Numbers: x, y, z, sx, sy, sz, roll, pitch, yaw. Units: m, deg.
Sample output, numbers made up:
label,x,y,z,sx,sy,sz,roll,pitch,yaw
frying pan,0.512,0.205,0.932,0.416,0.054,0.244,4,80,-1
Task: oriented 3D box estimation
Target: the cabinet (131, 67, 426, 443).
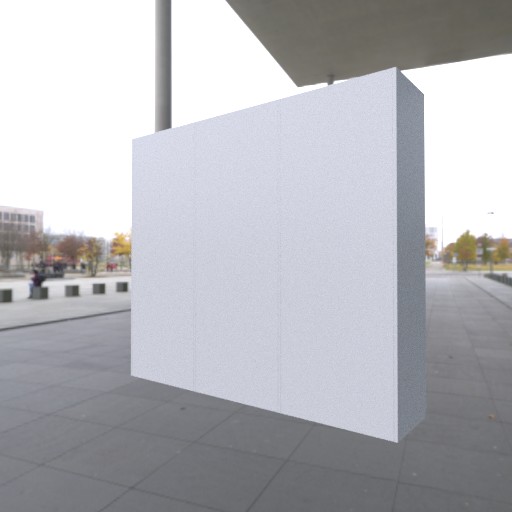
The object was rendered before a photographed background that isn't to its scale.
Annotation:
label,x,y,z,sx,sy,sz,roll,pitch,yaw
cabinet,0.000,0.000,3.850,2.700,2.370,0.590,-1,-1,38
